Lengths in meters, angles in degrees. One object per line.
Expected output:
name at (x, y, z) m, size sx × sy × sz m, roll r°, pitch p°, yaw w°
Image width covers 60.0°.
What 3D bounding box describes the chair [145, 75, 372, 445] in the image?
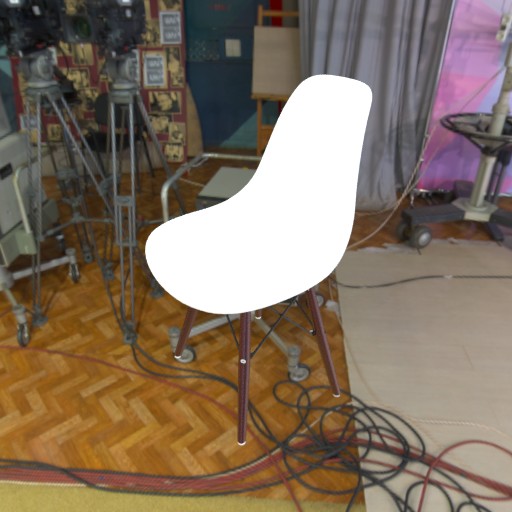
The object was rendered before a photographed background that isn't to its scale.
chair at (0.000, 0.000, 1.158) m, size 0.533 × 0.826 × 0.470 m, roll -20°, pitch 37°, yaw -29°
